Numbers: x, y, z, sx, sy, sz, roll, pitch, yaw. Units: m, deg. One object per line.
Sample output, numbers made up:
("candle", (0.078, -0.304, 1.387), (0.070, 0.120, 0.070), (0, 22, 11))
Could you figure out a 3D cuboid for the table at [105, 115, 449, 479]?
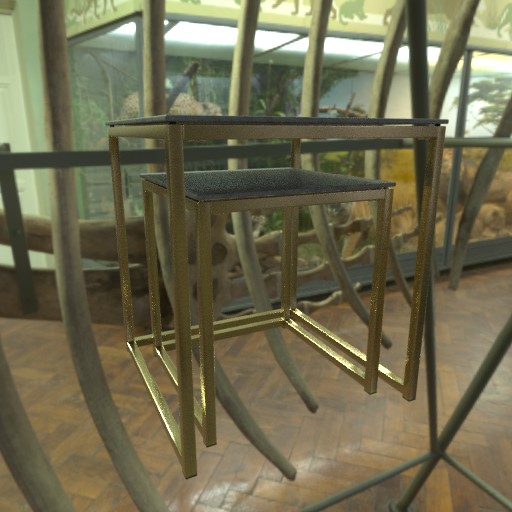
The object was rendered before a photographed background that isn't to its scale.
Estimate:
("table", (0.000, 0.000, 0.856), (0.450, 0.500, 0.450), (-8, 17, -25))
